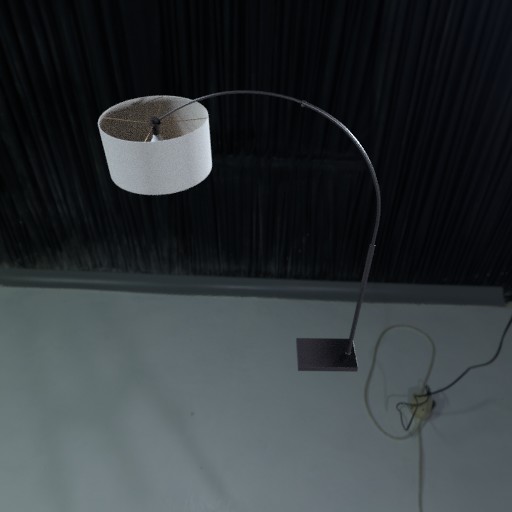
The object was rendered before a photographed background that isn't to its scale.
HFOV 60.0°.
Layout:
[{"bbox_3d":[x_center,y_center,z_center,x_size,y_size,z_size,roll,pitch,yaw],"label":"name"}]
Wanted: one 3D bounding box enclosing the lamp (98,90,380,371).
[{"bbox_3d":[0.000,0.000,2.575,1.424,1.927,0.493,1,41,1],"label":"lamp"}]
